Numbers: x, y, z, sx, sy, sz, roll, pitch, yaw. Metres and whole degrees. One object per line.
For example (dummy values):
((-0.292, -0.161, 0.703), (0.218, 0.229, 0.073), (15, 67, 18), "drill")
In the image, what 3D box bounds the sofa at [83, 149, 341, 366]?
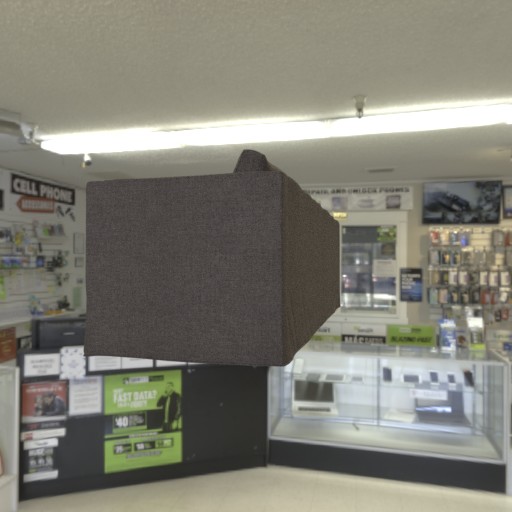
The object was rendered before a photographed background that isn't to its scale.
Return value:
((0.000, 0.000, 3.343), (1.036, 0.998, 2.779), (0, -1, 16), "sofa")
